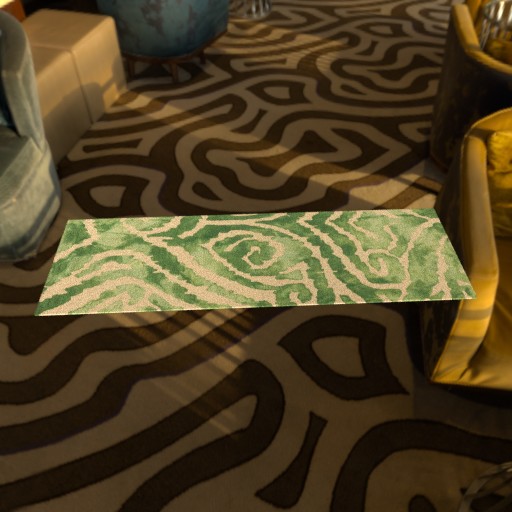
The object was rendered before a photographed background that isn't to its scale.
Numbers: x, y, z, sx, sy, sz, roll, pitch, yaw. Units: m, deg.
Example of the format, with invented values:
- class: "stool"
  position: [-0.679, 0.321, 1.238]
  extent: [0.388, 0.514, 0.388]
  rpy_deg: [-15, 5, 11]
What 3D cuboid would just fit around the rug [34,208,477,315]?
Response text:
- class: "rug"
  position: [0.000, 0.000, 2.695]
  extent: [2.438, 0.006, 0.761]
  rpy_deg: [-2, 47, -2]
